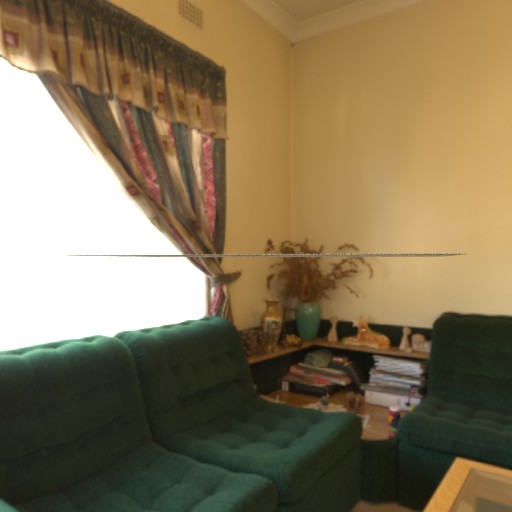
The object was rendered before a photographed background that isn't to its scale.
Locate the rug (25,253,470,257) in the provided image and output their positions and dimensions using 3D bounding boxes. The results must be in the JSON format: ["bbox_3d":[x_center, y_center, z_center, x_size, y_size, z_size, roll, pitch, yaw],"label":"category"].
[{"bbox_3d":[0.000,0.000,3.006,2.453,0.003,1.519,0,-1,19],"label":"rug"}]
